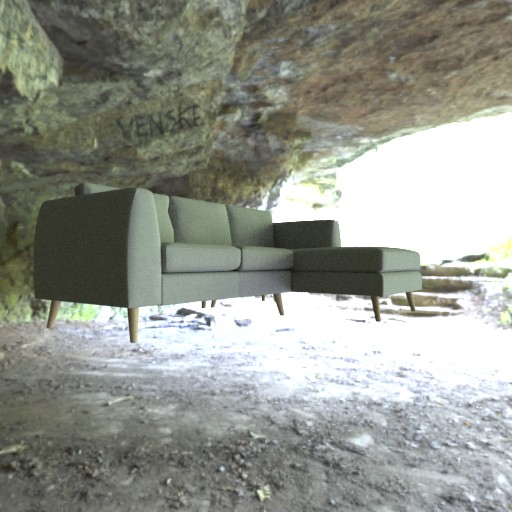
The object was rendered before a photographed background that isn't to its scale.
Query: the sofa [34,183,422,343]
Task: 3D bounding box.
[{"bbox_3d":[0.000,0.000,3.059,1.580,0.860,2.300,0,-1,37],"label":"sofa"}]
